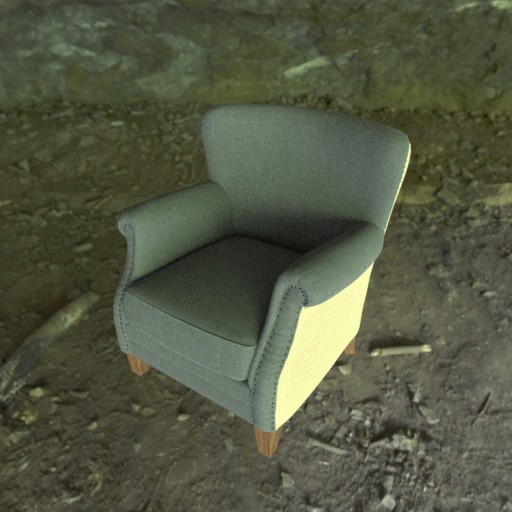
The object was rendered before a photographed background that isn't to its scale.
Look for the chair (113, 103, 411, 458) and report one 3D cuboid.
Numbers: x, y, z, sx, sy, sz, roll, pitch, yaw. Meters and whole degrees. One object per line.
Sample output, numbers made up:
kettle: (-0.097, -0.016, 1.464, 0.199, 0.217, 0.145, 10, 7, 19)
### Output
chair: (0.000, 0.000, 1.669, 0.861, 0.936, 0.921, 19, 36, 29)
